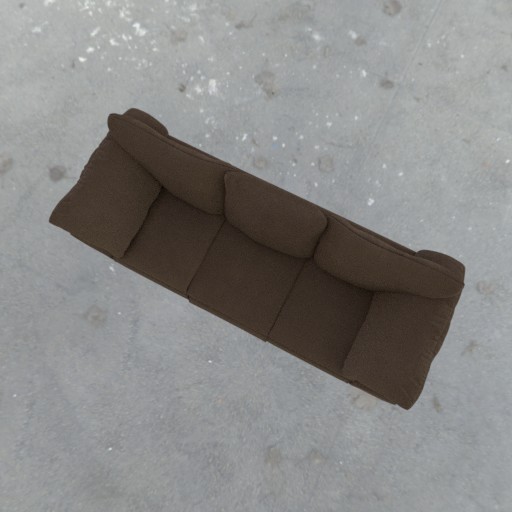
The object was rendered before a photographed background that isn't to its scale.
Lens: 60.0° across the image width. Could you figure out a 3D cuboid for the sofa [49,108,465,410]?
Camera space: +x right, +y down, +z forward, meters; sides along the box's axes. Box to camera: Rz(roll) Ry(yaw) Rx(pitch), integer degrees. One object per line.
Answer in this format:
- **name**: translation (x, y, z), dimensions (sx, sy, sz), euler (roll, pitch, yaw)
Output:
- **sofa**: translation (0.000, 0.000, 2.804), dimensions (2.336, 1.015, 0.878), euler (27, 77, 7)
